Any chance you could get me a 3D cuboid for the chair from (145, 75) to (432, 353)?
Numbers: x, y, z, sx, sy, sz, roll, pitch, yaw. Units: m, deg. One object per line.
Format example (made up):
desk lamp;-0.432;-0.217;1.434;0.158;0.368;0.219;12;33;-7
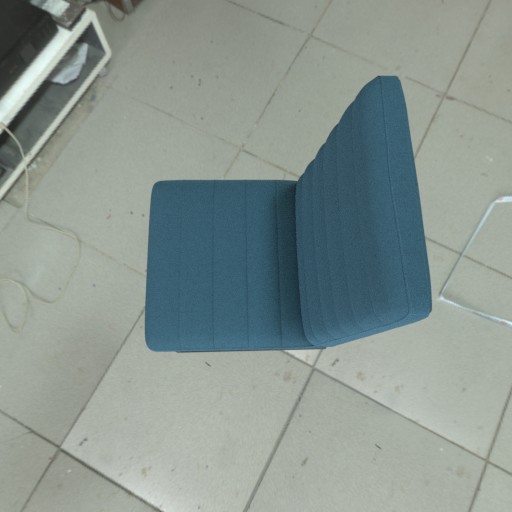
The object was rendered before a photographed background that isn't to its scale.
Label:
chair;0.000;0.000;1.277;0.634;0.930;0.520;-1;73;0
